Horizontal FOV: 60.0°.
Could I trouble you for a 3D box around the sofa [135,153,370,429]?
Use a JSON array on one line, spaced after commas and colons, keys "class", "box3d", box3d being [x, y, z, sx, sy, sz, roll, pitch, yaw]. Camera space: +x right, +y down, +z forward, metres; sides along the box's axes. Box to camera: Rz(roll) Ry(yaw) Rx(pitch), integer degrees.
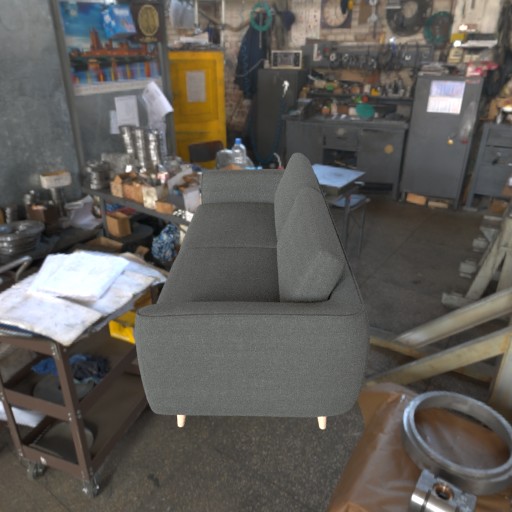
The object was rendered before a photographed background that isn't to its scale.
[{"class": "sofa", "box3d": [0.000, 0.000, 2.520, 0.920, 0.850, 2.000, 0, 26, 1]}]
